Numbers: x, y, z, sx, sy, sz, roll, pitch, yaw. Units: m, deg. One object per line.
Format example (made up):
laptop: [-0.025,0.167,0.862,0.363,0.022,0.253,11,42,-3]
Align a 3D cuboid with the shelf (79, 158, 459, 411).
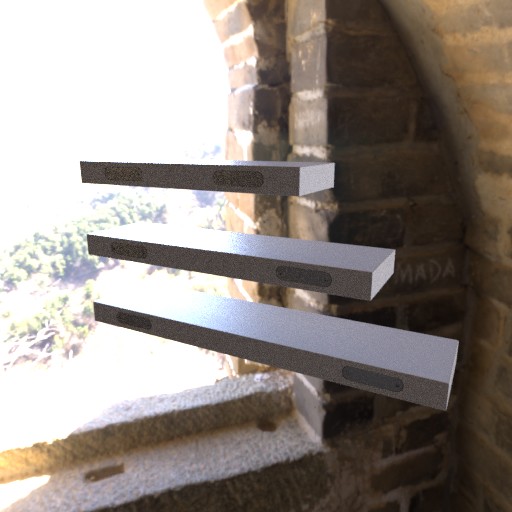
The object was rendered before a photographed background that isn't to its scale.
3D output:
shelf: [0.000,0.000,0.712,0.610,0.293,0.140,8,16,27]
